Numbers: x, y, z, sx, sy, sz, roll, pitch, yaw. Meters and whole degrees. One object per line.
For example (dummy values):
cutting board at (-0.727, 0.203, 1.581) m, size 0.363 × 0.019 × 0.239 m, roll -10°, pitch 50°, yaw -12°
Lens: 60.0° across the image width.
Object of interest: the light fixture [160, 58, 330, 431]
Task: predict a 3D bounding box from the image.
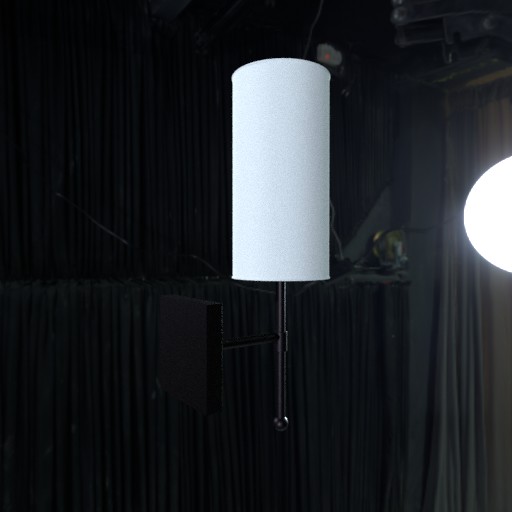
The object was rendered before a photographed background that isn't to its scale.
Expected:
light fixture at (0.000, 0.000, 0.559) m, size 0.208 × 0.462 × 0.128 m, roll -1°, pitch 1°, yaw -36°
